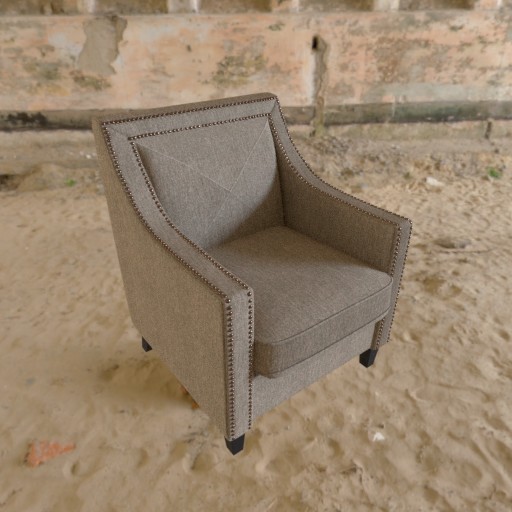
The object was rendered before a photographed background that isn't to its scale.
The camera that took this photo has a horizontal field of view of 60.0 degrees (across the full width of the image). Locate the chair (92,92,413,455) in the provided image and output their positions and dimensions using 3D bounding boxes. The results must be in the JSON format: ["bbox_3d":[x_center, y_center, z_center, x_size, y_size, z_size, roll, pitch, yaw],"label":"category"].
[{"bbox_3d":[0.000,0.000,1.634,0.776,0.967,0.884,-21,36,-32],"label":"chair"}]
